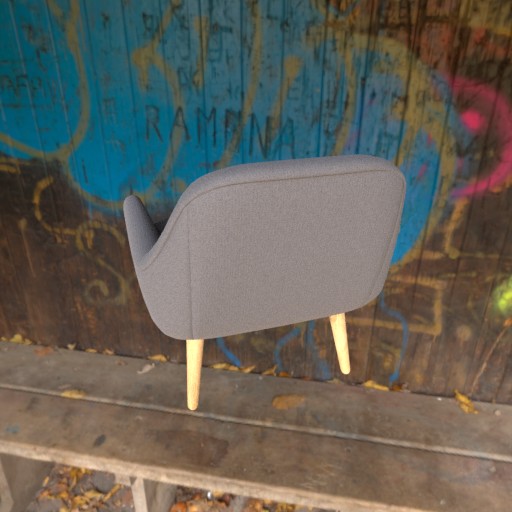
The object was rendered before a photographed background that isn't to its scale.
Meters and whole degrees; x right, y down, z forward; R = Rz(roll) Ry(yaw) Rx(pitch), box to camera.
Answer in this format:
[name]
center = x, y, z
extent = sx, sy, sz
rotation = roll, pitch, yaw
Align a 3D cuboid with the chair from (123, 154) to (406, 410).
[chair]
center = 0.000, 0.000, 1.426
extent = 0.770, 0.800, 0.779
rotation = -8, 28, -16
